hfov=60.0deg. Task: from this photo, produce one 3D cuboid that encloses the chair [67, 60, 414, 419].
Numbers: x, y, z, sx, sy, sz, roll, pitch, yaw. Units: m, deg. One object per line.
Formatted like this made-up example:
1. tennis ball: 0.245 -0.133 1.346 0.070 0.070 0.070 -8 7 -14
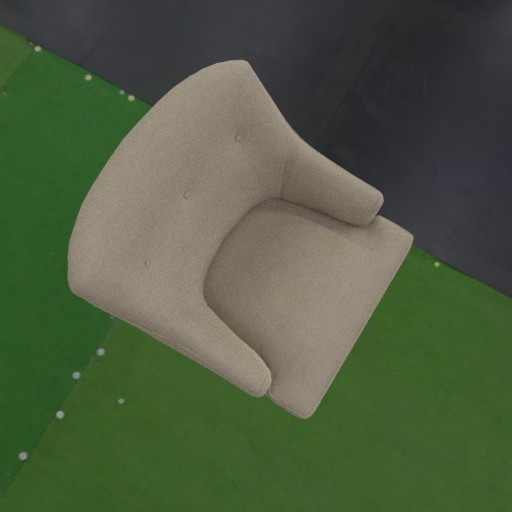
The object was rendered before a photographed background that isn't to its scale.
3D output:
1. chair: 0.000 0.000 1.601 0.923 0.856 0.864 32 79 7
